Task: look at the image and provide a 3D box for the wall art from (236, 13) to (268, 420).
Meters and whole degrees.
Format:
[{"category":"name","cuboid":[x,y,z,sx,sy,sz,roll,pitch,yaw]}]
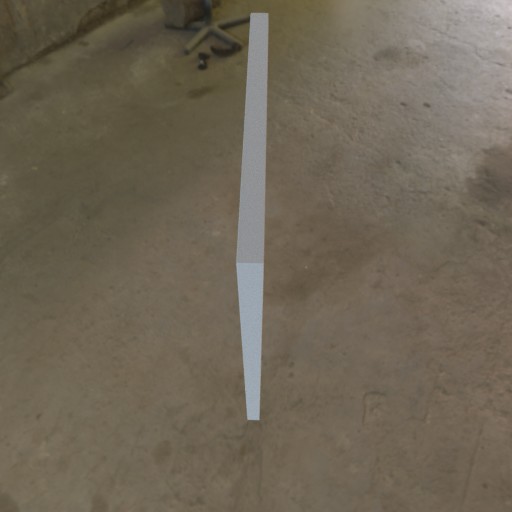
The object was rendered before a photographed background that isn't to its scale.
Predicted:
[{"category":"wall art","cuboid":[0.000,0.000,1.138,0.037,0.916,0.610,1,57,1]}]
